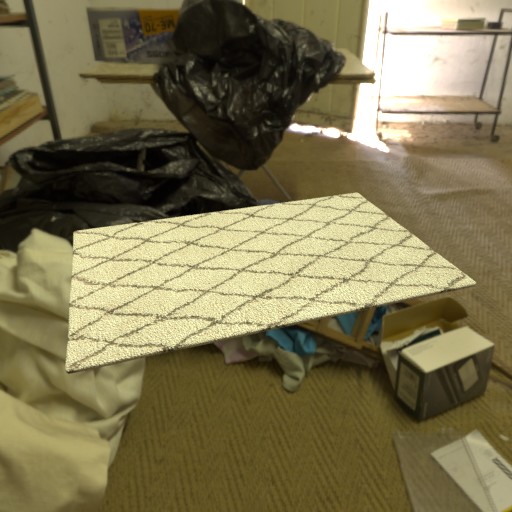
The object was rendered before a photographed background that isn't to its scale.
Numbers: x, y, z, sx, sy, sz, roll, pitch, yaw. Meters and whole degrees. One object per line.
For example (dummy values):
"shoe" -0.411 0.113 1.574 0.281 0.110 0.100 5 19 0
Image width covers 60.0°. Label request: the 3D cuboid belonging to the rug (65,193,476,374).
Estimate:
"rug" 0.000 0.000 3.089 2.438 0.030 1.524 -10 32 -15
